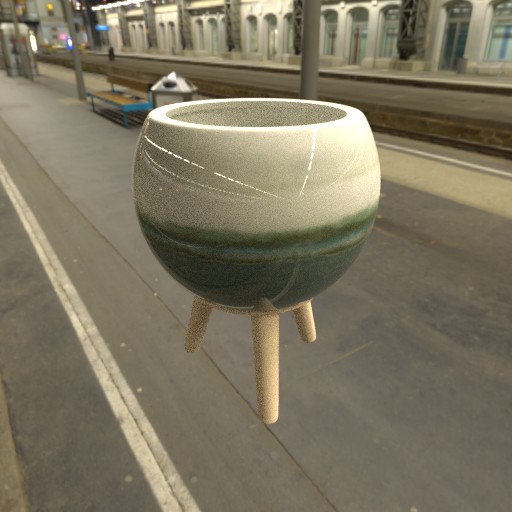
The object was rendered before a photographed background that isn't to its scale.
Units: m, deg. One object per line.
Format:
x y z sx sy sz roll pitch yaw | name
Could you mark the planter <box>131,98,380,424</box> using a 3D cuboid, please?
0.000 0.000 0.441 0.222 0.278 0.222 0 26 0 | planter
